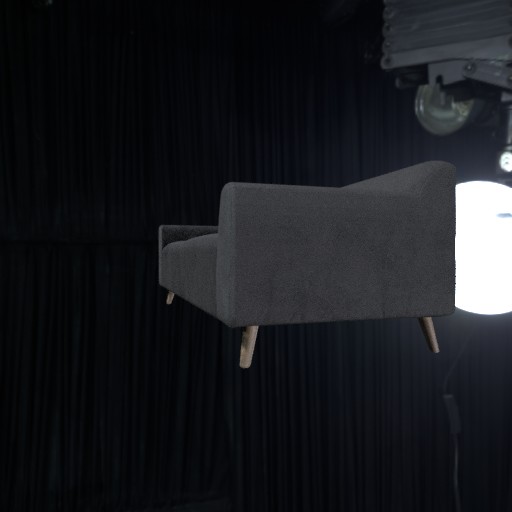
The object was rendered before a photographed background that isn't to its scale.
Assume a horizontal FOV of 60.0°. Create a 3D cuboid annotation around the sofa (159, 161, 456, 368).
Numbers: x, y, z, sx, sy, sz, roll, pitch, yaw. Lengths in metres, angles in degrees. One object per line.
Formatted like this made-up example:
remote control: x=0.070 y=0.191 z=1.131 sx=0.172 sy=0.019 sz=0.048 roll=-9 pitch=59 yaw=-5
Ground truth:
sofa: x=0.000 y=0.000 z=2.567 sx=0.900 sy=0.740 sz=2.190 roll=0 pitch=0 yaw=-18
